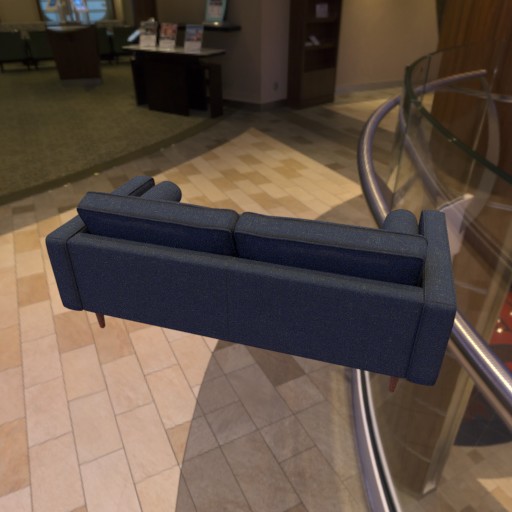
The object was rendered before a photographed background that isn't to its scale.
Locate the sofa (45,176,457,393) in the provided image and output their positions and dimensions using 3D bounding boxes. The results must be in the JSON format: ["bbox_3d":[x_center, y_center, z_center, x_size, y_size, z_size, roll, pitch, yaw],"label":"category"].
[{"bbox_3d":[0.000,0.000,2.364,1.880,0.762,0.914,9,32,15],"label":"sofa"}]
